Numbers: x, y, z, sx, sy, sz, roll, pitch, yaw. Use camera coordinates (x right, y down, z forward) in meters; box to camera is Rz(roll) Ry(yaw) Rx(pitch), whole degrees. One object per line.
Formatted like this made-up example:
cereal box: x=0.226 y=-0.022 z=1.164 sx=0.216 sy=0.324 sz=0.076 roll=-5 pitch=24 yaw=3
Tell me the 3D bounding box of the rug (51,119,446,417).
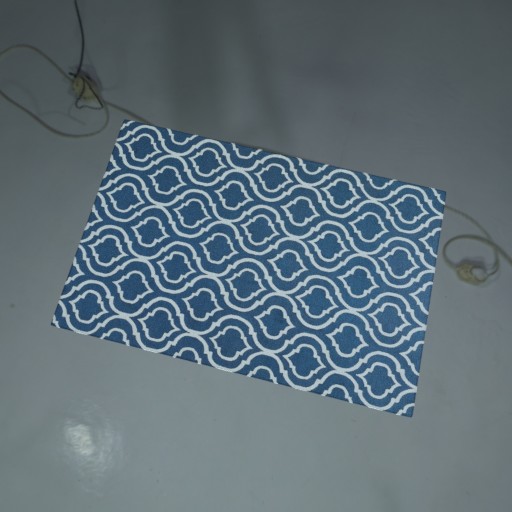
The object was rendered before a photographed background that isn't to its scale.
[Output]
rug: x=0.000 y=0.000 z=2.213 sx=1.753 sy=0.010 sz=1.143 roll=13 pitch=76 yaw=3
